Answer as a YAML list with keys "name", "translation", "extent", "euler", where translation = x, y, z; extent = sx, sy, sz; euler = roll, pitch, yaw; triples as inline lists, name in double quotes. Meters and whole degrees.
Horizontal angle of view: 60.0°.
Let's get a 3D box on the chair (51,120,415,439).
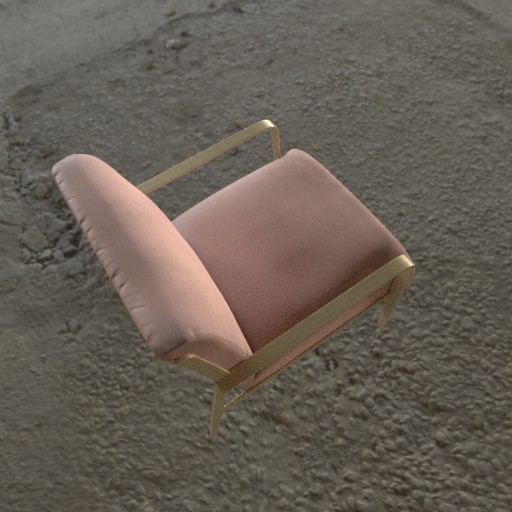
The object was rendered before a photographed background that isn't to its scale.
- name: "chair"
  translation: [0.000, 0.000, 1.428]
  extent: [0.848, 0.823, 0.701]
  euler: [-30, 63, -17]
